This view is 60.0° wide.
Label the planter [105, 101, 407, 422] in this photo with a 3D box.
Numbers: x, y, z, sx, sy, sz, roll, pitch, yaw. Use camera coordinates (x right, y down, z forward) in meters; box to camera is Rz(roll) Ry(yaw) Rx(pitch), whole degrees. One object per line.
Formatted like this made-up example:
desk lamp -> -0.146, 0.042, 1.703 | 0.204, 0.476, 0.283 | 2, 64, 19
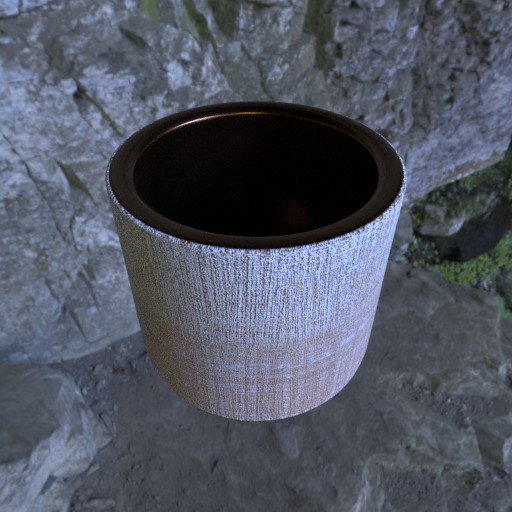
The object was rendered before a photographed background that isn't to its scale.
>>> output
planter -> 0.000, 0.000, 0.192 | 0.109, 0.096, 0.109 | 0, 41, 0
